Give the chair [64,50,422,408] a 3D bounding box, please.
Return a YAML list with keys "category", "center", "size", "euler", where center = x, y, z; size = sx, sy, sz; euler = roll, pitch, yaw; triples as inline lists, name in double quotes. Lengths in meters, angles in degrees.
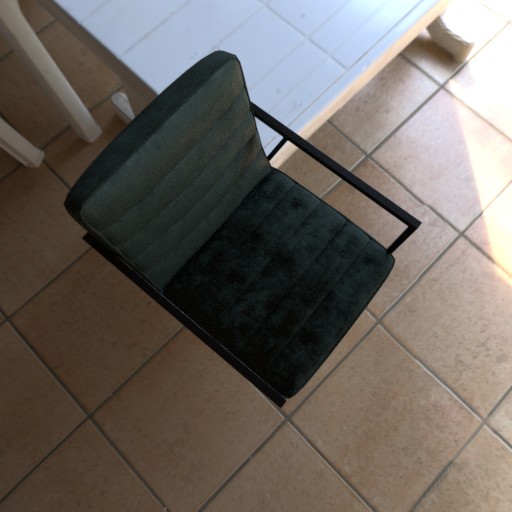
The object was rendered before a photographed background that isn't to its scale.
- category: "chair"
  center: [0.000, 0.000, 1.298]
  size: [0.677, 0.833, 0.571]
  euler: [38, 77, 10]
